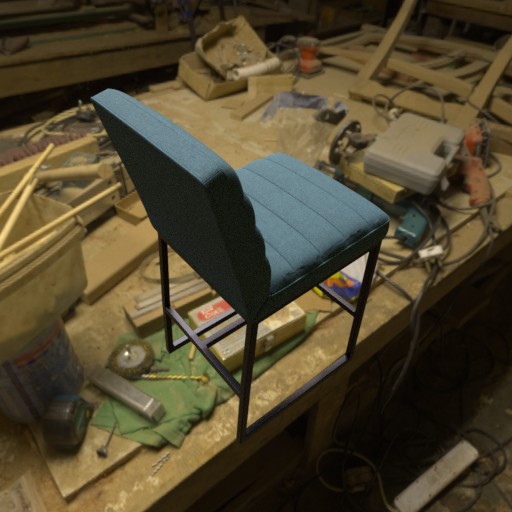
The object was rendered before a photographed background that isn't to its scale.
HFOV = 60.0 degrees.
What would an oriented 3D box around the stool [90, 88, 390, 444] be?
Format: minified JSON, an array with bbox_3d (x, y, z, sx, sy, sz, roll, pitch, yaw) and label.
[{"bbox_3d":[0.000,0.000,1.243,0.560,0.940,0.460,-28,48,-28],"label":"stool"}]
